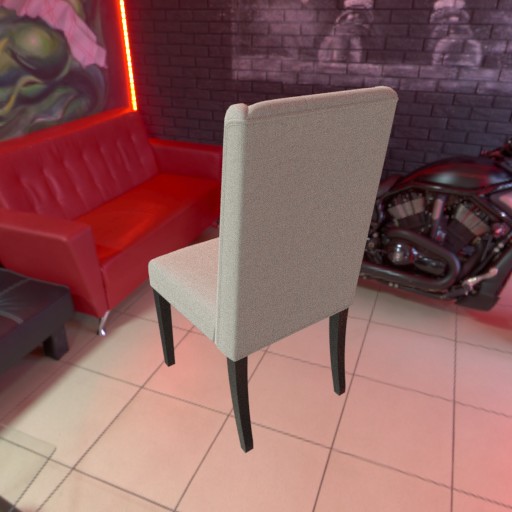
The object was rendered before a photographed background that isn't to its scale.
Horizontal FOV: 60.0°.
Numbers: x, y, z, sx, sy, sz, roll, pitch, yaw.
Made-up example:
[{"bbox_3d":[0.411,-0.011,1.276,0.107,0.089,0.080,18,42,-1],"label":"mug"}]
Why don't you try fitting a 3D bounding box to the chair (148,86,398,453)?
[{"bbox_3d":[0.000,0.000,1.297,0.474,0.961,0.523,-19,34,-31],"label":"chair"}]
